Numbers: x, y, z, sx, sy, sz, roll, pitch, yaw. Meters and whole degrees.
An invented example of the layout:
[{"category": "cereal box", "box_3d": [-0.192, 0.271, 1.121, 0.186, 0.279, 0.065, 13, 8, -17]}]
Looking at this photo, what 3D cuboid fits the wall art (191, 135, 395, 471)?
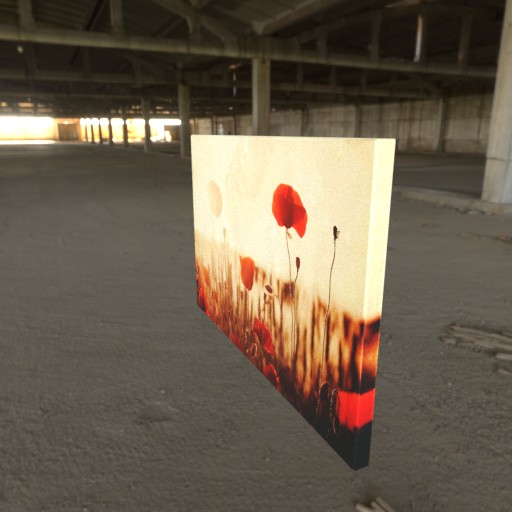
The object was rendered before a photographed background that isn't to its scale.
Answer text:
[{"category": "wall art", "box_3d": [0.000, 0.000, 1.152, 0.038, 0.602, 0.918, -7, 17, -25]}]
